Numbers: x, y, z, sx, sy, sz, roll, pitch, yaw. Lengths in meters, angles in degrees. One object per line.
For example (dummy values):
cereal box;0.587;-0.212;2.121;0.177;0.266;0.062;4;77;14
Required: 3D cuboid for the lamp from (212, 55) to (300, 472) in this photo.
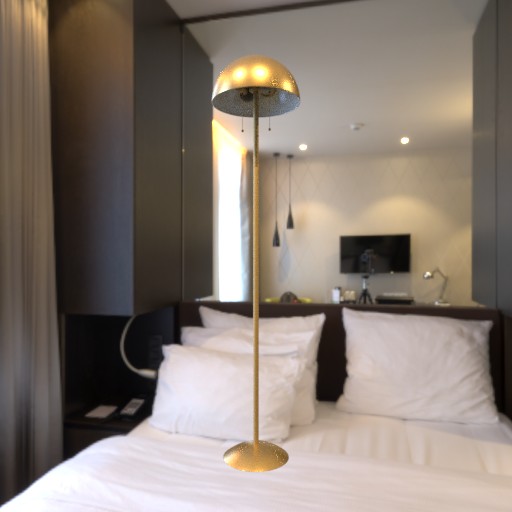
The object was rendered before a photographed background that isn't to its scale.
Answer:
lamp;0.000;0.000;1.642;0.328;1.480;0.328;0;0;-16
